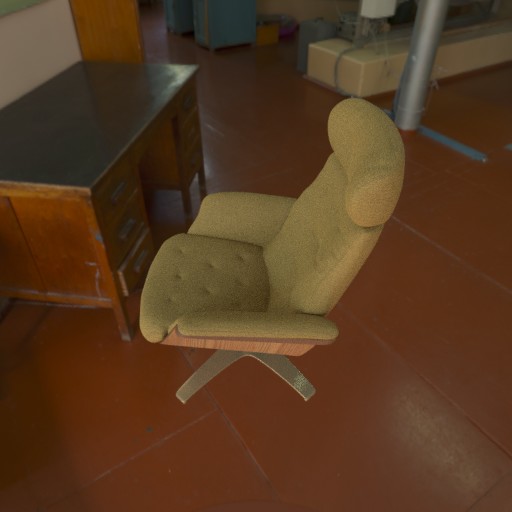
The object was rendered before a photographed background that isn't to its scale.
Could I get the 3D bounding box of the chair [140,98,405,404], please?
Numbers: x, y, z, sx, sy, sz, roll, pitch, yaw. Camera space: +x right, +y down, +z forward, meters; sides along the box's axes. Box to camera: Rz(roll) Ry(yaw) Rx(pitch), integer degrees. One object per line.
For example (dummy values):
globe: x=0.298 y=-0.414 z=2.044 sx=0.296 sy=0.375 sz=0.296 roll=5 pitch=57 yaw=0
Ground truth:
chair: x=0.000 y=0.000 z=1.577 sx=0.837 sy=0.995 sz=0.785 roll=1 pitch=39 yaw=1
